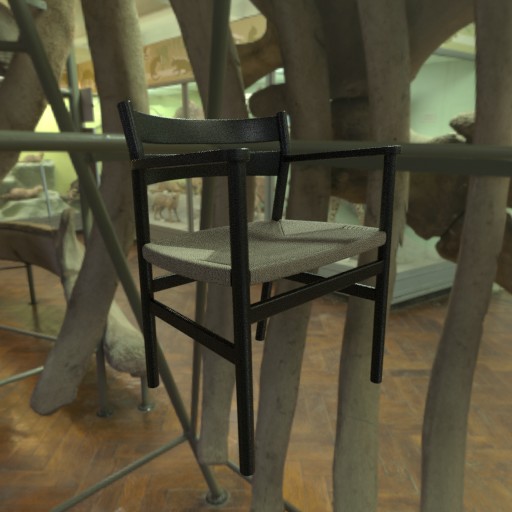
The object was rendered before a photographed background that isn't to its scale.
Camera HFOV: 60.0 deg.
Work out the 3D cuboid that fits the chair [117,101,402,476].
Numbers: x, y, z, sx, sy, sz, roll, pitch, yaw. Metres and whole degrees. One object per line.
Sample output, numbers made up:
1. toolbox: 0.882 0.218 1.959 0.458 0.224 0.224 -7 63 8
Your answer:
1. chair: 0.000 0.000 1.189 0.630 0.775 0.508 -14 20 -43
